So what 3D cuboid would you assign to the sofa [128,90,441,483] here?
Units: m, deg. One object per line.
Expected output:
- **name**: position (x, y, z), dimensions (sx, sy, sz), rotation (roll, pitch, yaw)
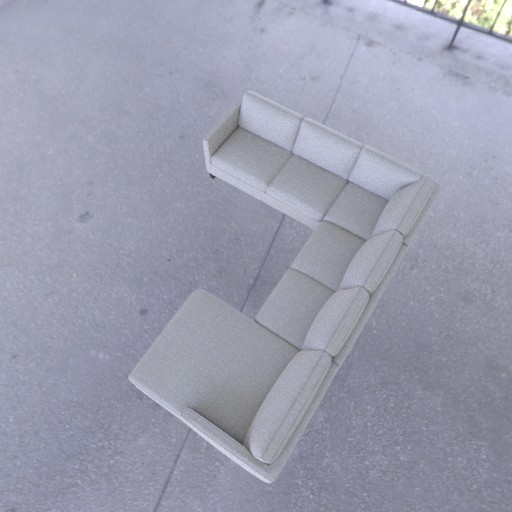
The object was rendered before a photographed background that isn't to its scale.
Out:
- **sofa**: position (0.000, 0.000, 4.564), dimensions (2.551, 0.889, 3.403), rotation (30, 66, 15)
